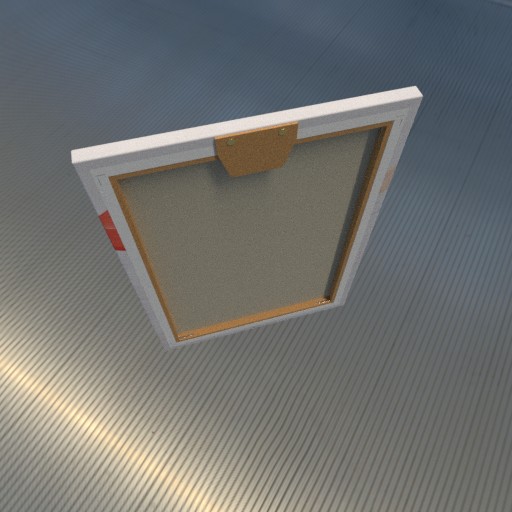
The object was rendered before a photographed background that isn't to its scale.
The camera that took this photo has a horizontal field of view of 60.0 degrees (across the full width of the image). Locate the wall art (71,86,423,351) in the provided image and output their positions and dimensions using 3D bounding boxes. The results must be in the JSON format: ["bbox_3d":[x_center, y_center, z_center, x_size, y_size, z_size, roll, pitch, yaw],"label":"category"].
[{"bbox_3d":[0.000,0.000,1.110,0.613,0.848,0.036,-13,59,-8],"label":"wall art"}]
